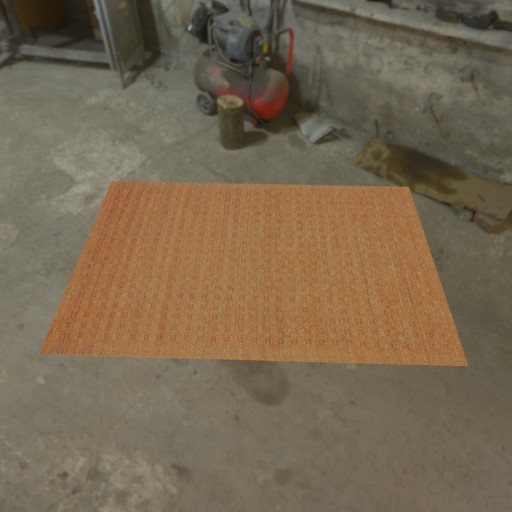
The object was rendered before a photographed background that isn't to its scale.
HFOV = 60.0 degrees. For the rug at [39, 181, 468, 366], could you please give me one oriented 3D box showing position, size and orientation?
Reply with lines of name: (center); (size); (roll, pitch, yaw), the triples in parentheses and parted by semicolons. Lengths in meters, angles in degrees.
rug: (0.000, 0.000, 2.884); (2.285, 0.006, 1.524); (1, 46, 1)
